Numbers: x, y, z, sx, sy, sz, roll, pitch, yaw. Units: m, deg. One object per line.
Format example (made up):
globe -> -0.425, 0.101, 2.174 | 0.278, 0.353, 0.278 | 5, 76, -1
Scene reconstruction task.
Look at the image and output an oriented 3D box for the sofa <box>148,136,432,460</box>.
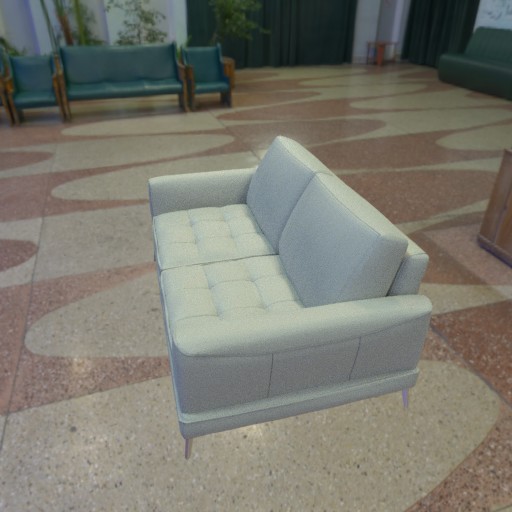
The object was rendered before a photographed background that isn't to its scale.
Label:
sofa -> 0.000, 0.000, 2.490 | 1.121, 0.930, 1.819 | -8, 32, -13
